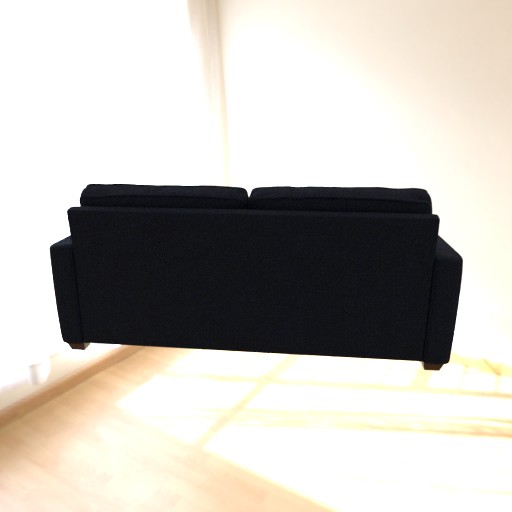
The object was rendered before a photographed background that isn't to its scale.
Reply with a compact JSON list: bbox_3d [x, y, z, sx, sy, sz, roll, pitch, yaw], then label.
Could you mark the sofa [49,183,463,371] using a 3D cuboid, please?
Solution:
[{"bbox_3d":[0.000,0.000,2.621,2.080,0.919,0.940,2,17,6],"label":"sofa"}]
